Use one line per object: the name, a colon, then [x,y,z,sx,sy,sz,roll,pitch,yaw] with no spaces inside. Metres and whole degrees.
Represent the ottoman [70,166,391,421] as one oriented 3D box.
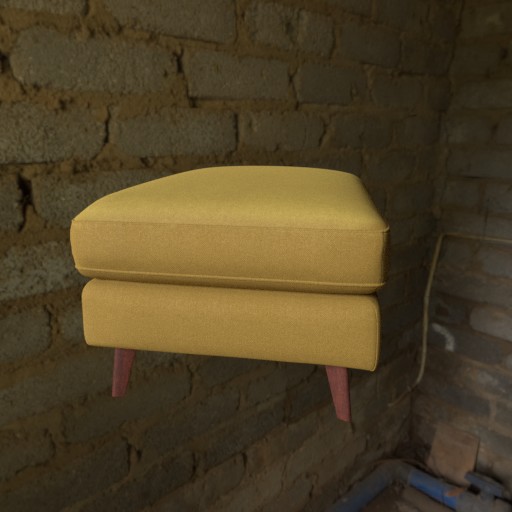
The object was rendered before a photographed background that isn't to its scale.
ottoman: [0.000,0.000,1.182,0.608,0.449,0.811,3,16,10]
